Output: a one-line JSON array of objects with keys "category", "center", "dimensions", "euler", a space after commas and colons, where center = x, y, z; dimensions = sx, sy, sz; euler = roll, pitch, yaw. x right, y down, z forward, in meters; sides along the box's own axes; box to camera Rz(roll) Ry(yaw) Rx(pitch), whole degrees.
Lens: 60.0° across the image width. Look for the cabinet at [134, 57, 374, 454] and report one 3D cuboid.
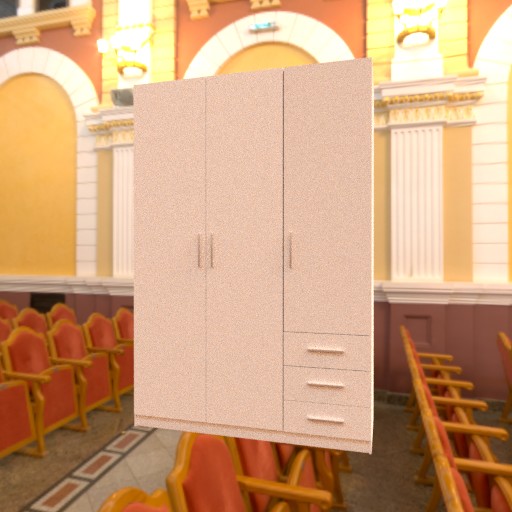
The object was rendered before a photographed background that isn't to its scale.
[{"category": "cabinet", "center": [0.000, 0.000, 2.532], "dimensions": [1.290, 1.910, 0.510], "euler": [0, 0, 16]}]
